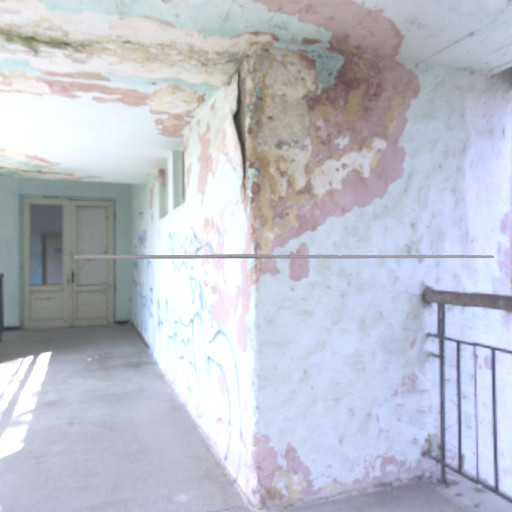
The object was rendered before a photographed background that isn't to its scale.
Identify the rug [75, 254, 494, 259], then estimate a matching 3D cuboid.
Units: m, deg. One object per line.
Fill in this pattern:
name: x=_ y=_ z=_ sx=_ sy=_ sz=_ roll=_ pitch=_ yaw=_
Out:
rug: x=0.000 y=0.000 z=0.880 sx=0.639 sy=0.006 sz=0.548 roll=0 pitch=0 yaw=-19
